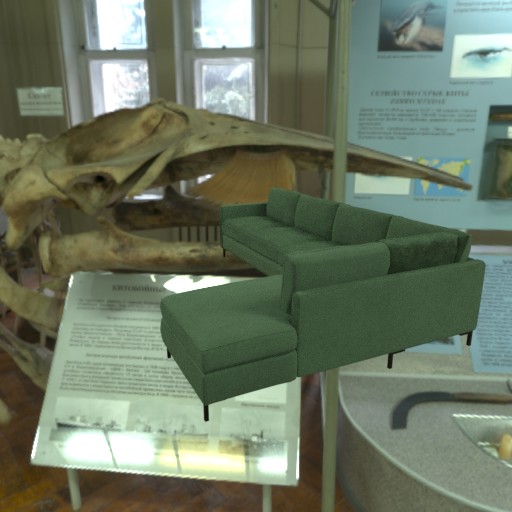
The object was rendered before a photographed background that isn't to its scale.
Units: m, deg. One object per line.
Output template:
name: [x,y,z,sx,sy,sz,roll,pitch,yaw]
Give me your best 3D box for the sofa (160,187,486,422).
sofa: [0.000,0.000,3.218,1.707,0.687,2.486,-7,17,-25]
